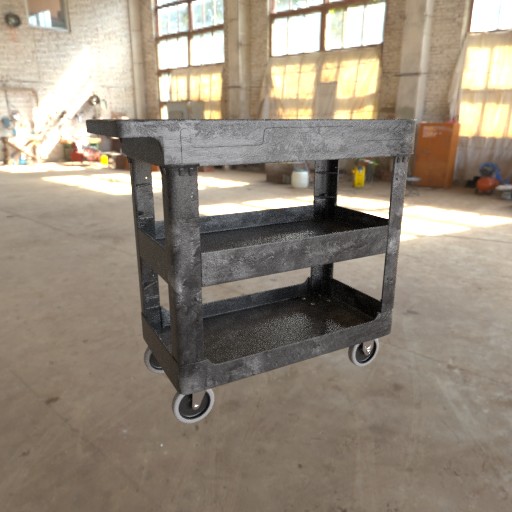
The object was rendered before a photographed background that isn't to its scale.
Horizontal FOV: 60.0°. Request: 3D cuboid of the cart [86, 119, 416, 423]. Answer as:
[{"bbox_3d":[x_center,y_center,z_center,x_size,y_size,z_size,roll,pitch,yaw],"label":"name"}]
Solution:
[{"bbox_3d":[0.000,0.000,1.397,0.877,0.824,0.420,-9,19,-27],"label":"cart"}]
